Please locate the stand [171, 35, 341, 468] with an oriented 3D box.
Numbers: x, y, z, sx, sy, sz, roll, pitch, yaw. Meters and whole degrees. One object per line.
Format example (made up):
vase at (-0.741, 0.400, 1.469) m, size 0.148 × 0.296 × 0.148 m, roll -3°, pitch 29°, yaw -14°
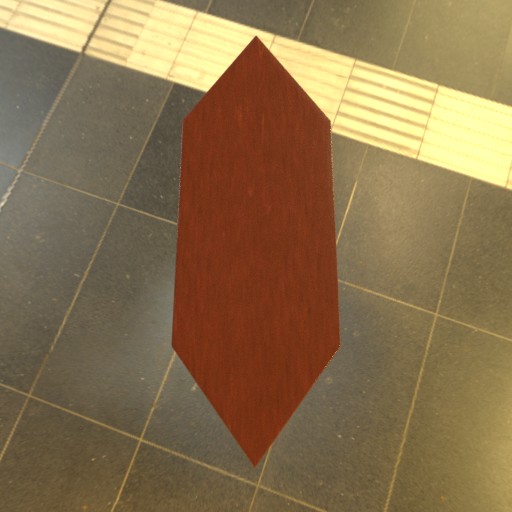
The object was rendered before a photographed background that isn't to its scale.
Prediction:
stand at (0.000, 0.000, 1.357) m, size 0.381 × 0.614 × 1.072 m, roll 0°, pitch 76°, yaw 0°
